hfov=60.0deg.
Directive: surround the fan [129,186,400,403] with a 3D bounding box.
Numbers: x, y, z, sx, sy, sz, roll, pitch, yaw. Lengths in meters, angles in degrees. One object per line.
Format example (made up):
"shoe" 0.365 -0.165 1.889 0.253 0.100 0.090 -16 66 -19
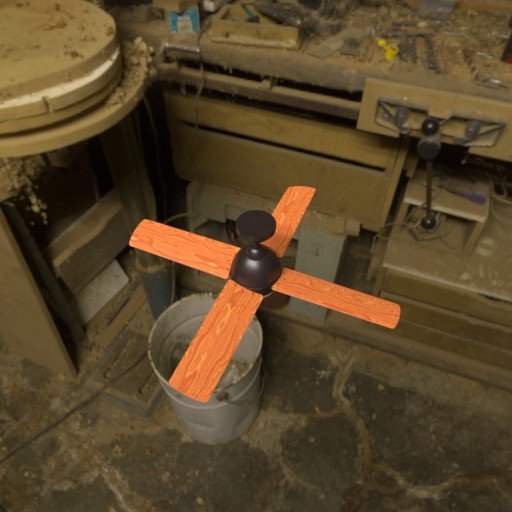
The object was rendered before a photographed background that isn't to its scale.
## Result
"fan" 0.000 0.000 1.993 1.332 0.403 1.332 18 50 15
